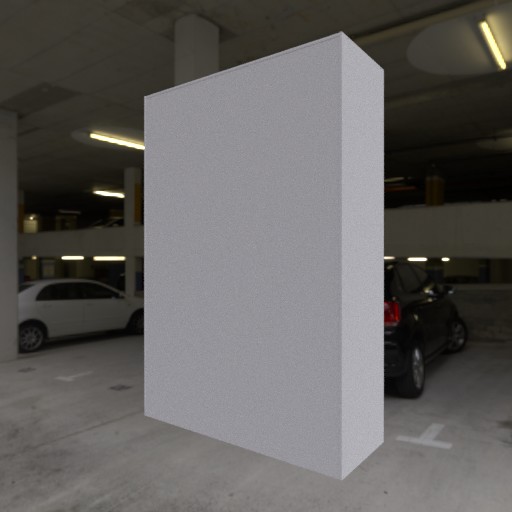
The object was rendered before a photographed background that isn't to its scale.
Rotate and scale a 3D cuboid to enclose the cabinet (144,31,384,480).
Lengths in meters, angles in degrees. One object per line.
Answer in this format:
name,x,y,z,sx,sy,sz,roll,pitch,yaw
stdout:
cabinet,0.000,0.000,2.474,1.290,1.910,0.510,0,0,37
